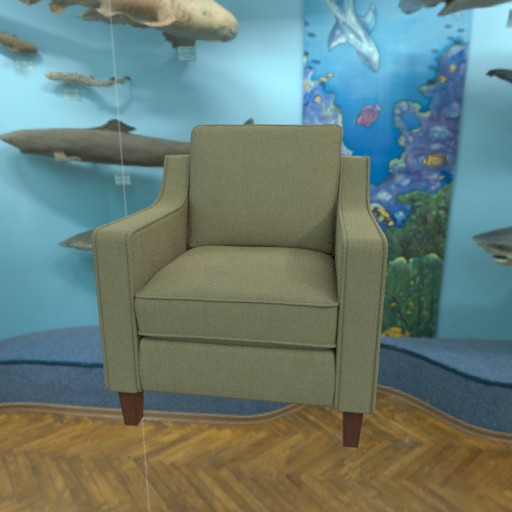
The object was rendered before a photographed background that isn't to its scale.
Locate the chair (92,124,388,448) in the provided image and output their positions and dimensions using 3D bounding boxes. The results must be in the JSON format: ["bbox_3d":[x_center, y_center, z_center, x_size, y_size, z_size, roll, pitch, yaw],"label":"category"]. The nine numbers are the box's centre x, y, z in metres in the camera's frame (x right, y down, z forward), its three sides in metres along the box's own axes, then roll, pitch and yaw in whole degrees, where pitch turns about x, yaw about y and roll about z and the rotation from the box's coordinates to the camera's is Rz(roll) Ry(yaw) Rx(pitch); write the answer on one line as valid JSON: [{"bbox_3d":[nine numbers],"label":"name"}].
[{"bbox_3d":[0.000,0.000,1.663,0.831,0.960,0.909,2,16,8],"label":"chair"}]
